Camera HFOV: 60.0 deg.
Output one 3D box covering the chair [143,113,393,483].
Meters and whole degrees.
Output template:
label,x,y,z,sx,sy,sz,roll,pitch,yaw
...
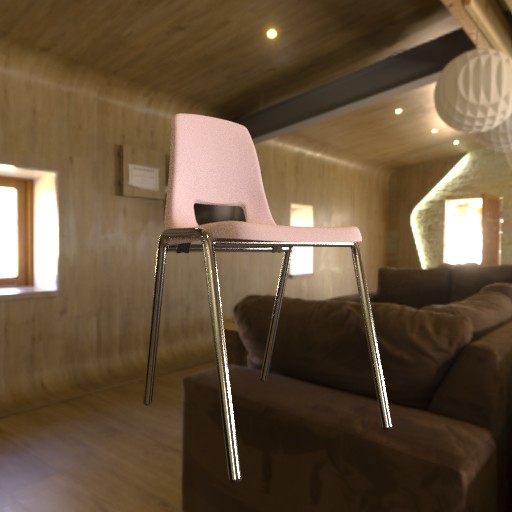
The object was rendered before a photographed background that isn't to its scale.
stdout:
label,x,y,z,sx,sy,sz,roll,pitch,yaw
chair,0.000,0.000,0.964,0.381,0.704,0.436,0,1,-34
